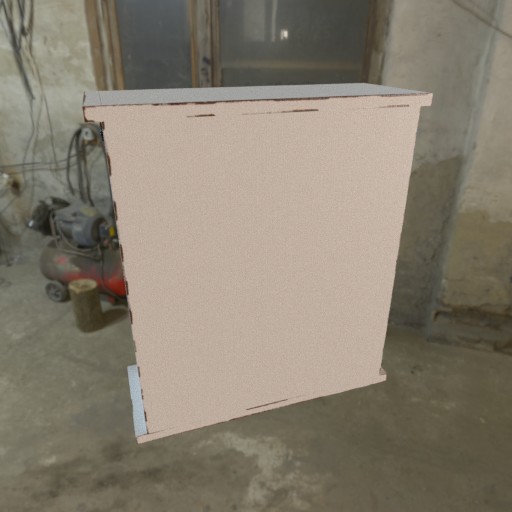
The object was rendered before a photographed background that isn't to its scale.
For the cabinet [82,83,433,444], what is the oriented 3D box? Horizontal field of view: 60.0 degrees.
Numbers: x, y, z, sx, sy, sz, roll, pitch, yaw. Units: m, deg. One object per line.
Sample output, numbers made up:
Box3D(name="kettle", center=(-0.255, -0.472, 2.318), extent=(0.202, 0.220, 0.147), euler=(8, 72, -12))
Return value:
Box3D(name="cabinet", center=(0.000, 0.000, 0.866), extent=(0.541, 0.603, 0.210), euler=(-8, 27, -17))
